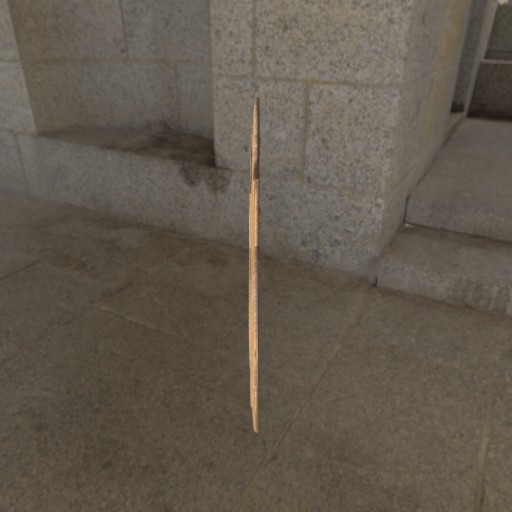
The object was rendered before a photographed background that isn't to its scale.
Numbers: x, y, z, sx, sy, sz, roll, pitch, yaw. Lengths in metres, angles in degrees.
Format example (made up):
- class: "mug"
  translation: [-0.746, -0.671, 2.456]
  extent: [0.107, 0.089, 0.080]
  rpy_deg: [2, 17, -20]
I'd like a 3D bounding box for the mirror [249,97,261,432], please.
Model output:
- class: "mirror"
  translation: [0.000, 0.000, 1.043]
  extent: [0.019, 0.686, 0.686]
  rpy_deg: [0, 27, 0]
